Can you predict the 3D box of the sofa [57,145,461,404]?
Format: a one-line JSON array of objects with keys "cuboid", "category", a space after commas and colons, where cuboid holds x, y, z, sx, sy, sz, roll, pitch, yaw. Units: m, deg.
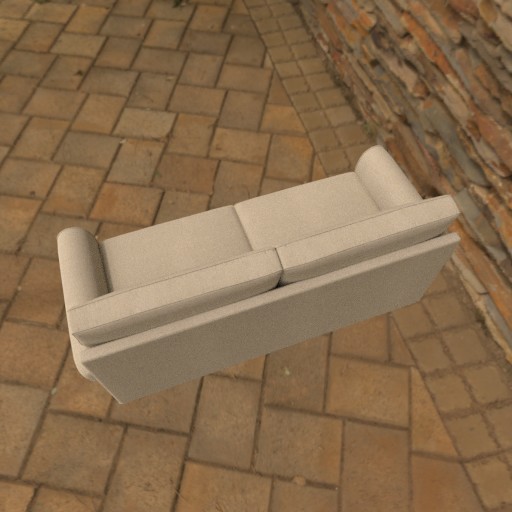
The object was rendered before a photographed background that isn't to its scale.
[{"cuboid": [0.000, 0.000, 2.625, 2.146, 0.962, 0.901, -17, 59, -11], "category": "sofa"}]
